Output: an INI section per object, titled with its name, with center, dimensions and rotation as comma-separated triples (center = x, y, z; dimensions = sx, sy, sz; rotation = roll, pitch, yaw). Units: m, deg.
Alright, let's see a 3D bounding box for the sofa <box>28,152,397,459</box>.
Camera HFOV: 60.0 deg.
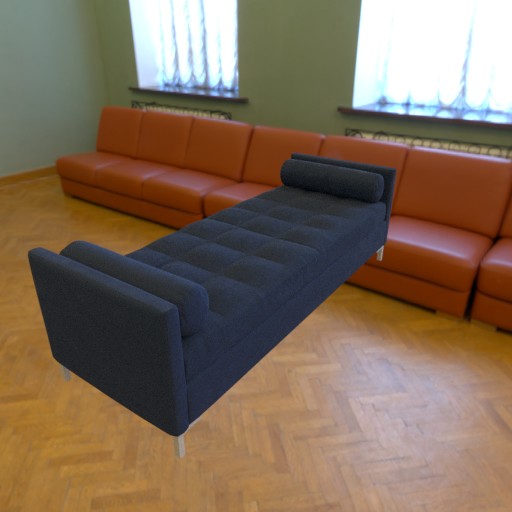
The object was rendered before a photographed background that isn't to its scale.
[sofa]
center = 0.000, 0.000, 2.451
dimensions = 0.797, 0.657, 2.102
rotation = 17, 31, 31
